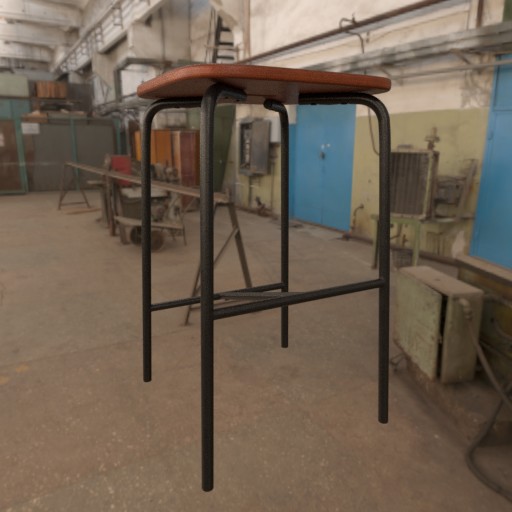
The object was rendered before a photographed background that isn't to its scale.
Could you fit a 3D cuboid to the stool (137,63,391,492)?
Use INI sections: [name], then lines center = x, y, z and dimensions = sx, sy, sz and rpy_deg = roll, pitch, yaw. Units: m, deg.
[stool]
center = 0.000, 0.000, 0.839
dimensions = 0.376, 0.610, 0.376
rpy_deg = -8, 16, -27
